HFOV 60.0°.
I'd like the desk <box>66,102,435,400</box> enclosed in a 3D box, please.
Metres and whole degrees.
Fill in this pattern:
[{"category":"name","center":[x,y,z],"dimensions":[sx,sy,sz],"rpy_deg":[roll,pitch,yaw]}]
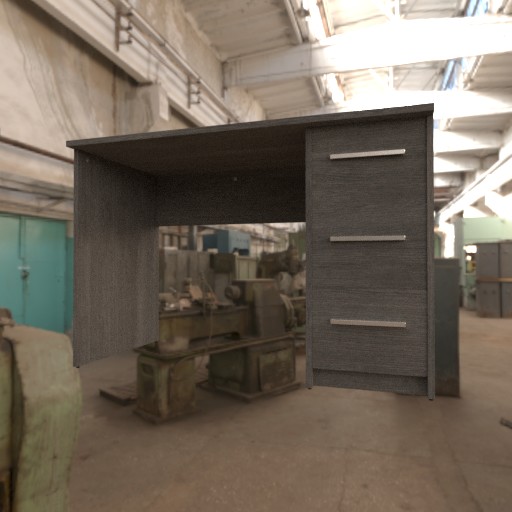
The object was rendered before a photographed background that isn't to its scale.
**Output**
[{"category":"desk","center":[0.000,0.000,1.509],"dimensions":[1.097,0.735,0.560],"rpy_deg":[0,-1,18]}]
